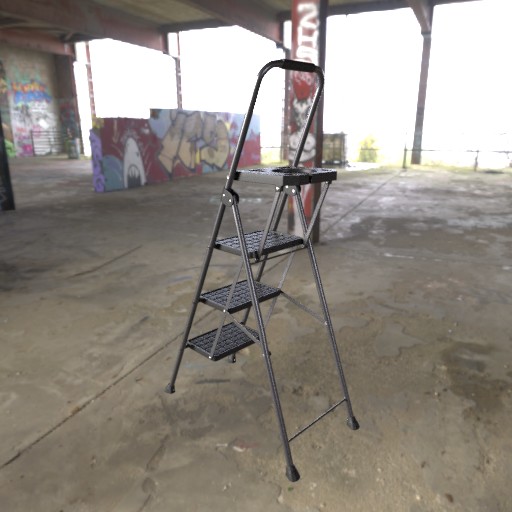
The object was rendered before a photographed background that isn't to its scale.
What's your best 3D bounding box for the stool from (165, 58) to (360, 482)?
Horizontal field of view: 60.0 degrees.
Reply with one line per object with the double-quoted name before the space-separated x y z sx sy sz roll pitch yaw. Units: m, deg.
"stool" 0.000 0.000 1.610 0.733 1.277 0.396 16 23 42
